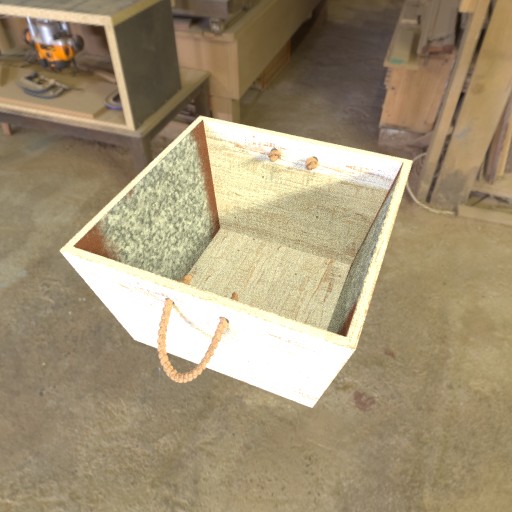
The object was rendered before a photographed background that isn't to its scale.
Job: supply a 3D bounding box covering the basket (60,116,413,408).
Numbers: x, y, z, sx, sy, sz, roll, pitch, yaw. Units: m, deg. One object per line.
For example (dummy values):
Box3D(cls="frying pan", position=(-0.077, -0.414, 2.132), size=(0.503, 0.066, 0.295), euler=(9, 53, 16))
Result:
Box3D(cls="basket", position=(0.000, 0.000, 0.773), size=(0.413, 0.247, 0.545), euler=(17, 47, 16))
